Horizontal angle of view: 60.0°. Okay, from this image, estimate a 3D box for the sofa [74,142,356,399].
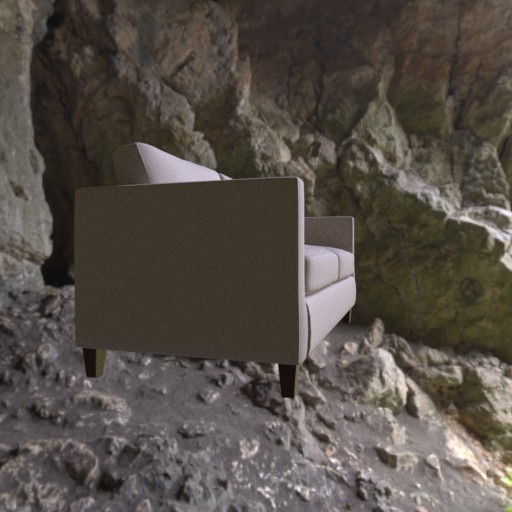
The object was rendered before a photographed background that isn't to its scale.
[{"bbox_3d":[0.000,0.000,2.286,0.873,0.888,1.722,0,0,18],"label":"sofa"}]
